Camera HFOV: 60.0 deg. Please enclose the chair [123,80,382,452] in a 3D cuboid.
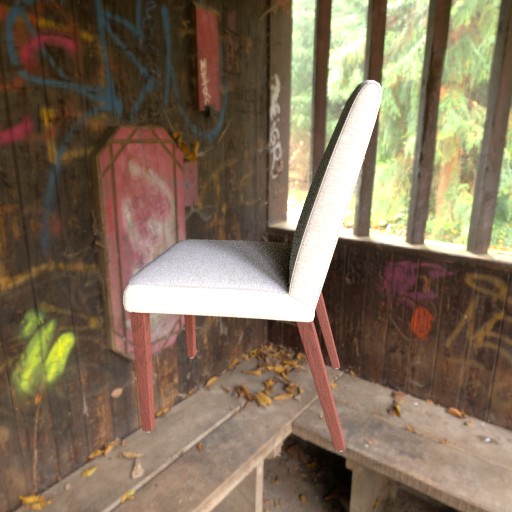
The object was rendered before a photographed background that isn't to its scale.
[{"bbox_3d":[0.000,0.000,1.252,0.594,0.900,0.480,2,16,8],"label":"chair"}]
